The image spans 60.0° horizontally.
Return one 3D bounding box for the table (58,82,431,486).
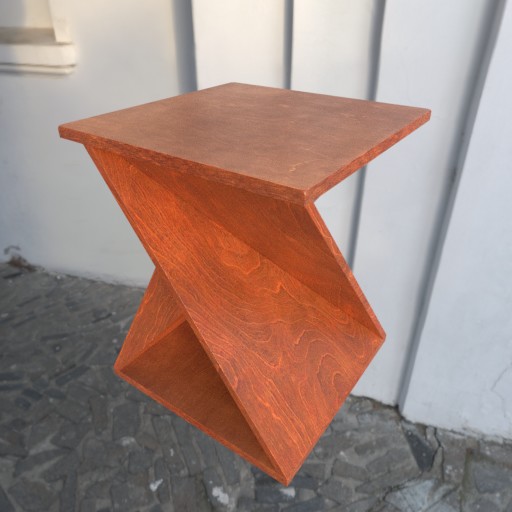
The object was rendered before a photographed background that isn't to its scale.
[{"bbox_3d":[0.000,0.000,0.842,0.427,0.520,0.427,20,37,30],"label":"table"}]
